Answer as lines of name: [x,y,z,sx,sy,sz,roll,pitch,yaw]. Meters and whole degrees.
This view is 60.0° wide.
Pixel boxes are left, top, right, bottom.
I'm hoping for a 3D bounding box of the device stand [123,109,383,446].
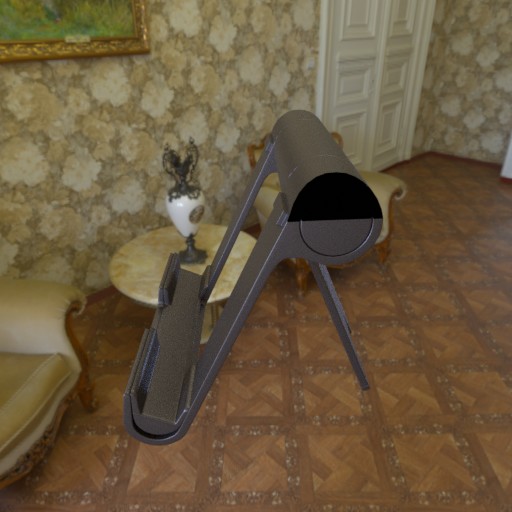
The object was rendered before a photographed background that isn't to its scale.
device stand: [0.000,0.000,0.154,0.079,0.084,0.088,0,28,-1]
